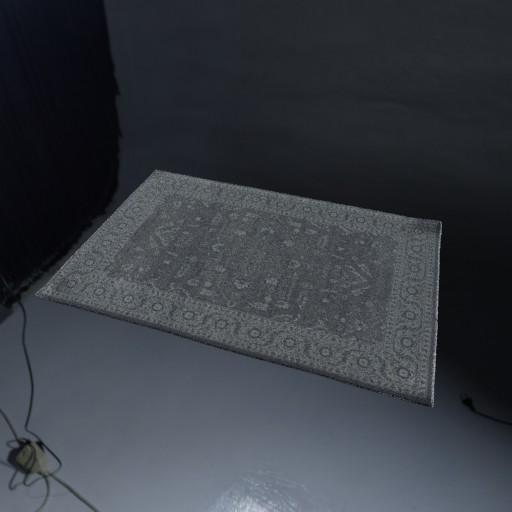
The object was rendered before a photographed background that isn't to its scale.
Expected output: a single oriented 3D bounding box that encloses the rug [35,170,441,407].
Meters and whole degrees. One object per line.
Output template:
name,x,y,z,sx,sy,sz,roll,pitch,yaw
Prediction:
rug,0.000,0.000,2.320,1.828,0.019,1.209,13,44,14
